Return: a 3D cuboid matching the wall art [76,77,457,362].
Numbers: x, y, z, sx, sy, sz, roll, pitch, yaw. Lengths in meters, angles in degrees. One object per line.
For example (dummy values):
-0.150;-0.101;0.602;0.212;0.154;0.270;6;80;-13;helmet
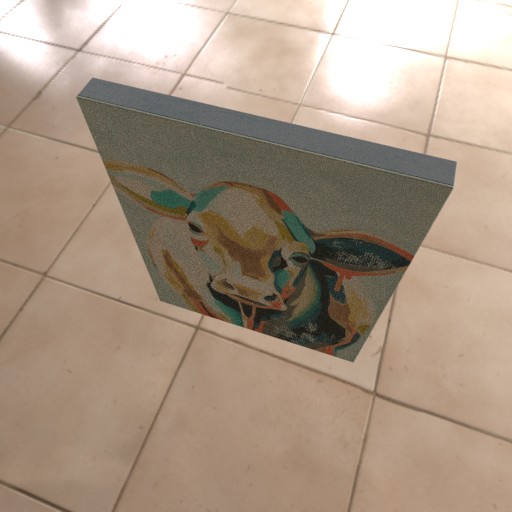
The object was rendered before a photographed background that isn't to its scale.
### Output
0.000;0.000;0.680;0.409;0.509;0.037;16;59;10;wall art
